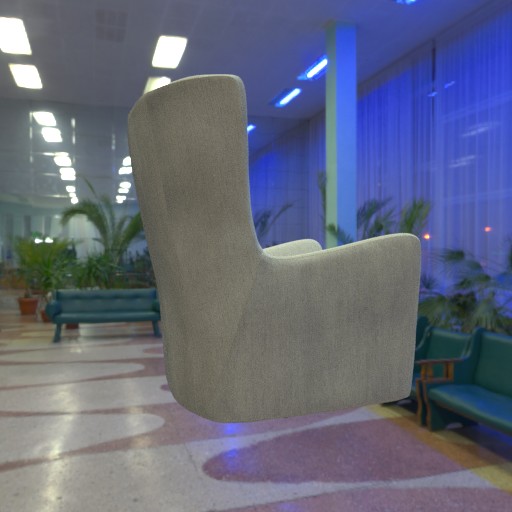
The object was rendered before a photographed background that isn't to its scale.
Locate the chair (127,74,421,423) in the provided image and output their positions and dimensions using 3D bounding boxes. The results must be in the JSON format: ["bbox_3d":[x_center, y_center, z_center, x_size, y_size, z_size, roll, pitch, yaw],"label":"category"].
[{"bbox_3d":[0.000,0.000,1.624,0.904,1.000,0.779,0,1,-17],"label":"chair"}]
